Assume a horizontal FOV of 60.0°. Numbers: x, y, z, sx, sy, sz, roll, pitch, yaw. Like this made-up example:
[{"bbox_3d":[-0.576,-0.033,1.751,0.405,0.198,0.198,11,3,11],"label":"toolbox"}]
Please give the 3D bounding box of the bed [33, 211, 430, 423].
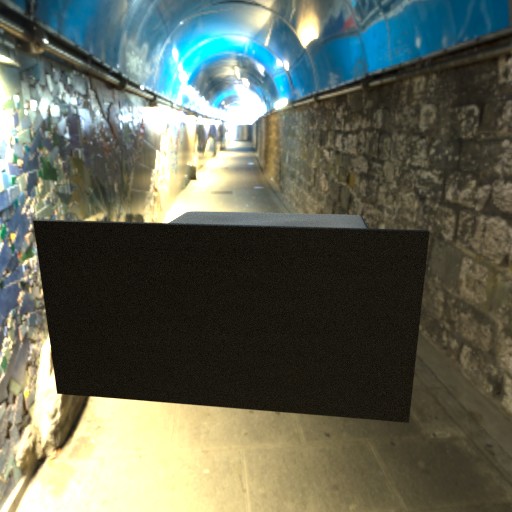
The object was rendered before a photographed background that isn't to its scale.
[{"bbox_3d":[0.000,0.000,2.834,1.585,0.823,2.073,2,16,7],"label":"bed"}]
